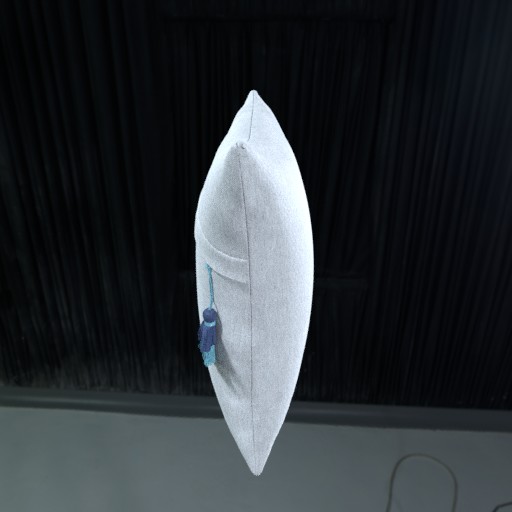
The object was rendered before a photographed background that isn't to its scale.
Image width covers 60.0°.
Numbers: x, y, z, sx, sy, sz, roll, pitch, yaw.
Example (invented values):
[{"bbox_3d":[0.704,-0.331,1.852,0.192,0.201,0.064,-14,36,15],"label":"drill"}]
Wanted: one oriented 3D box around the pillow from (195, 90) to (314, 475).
[{"bbox_3d":[0.000,0.000,0.681,0.173,0.436,0.433,1,26,1],"label":"pillow"}]
